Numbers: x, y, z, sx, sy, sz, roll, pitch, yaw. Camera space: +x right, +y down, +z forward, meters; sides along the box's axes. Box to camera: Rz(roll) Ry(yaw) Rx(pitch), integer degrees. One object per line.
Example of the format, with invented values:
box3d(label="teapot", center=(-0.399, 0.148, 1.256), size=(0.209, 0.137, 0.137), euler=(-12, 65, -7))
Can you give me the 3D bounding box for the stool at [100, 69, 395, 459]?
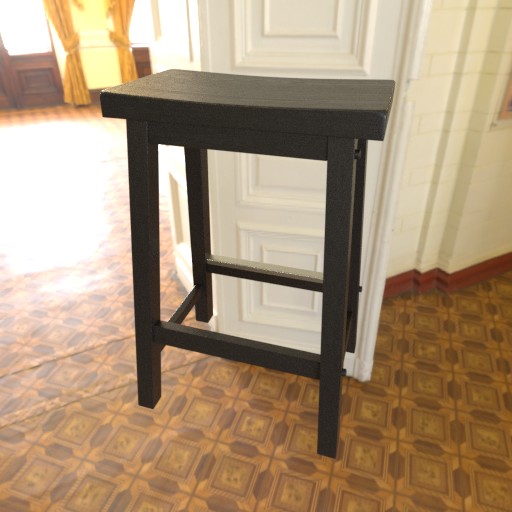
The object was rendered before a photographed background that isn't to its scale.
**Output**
box3d(label="stool", center=(0.000, 0.000, 0.835), size=(0.406, 0.610, 0.322), euler=(9, 32, 15))
